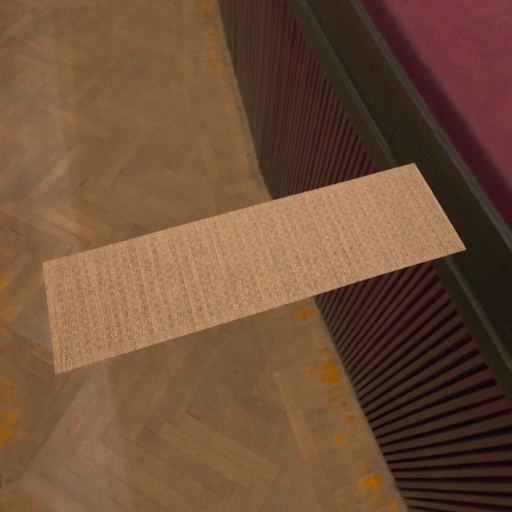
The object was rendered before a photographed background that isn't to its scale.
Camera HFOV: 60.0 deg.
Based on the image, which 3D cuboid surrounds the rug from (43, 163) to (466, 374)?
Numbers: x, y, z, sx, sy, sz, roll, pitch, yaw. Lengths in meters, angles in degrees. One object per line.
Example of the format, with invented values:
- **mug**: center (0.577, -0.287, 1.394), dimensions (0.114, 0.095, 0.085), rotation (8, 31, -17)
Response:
- **rug**: center (0.000, 0.000, 2.647), dimensions (2.437, 0.005, 0.688), rotation (-16, 64, -8)
